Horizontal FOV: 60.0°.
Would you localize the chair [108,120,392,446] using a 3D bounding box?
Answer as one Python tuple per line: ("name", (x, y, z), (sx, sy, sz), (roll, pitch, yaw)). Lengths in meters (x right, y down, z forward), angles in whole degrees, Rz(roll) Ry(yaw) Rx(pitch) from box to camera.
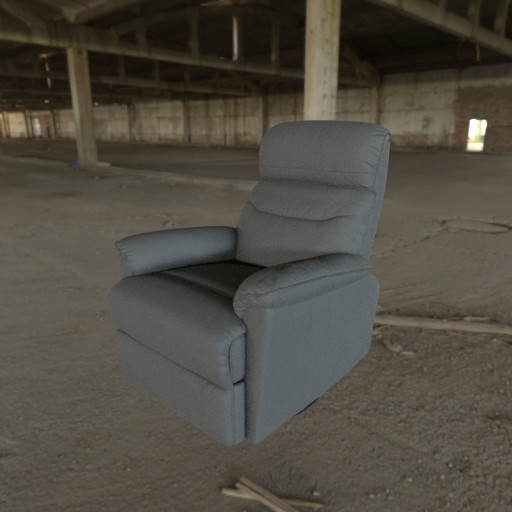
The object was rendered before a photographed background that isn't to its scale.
("chair", (0.000, 0.000, 1.753), (0.820, 1.037, 1.004), (15, 22, 41))
